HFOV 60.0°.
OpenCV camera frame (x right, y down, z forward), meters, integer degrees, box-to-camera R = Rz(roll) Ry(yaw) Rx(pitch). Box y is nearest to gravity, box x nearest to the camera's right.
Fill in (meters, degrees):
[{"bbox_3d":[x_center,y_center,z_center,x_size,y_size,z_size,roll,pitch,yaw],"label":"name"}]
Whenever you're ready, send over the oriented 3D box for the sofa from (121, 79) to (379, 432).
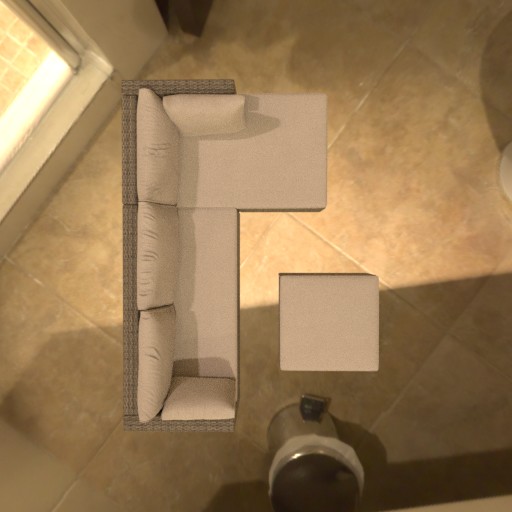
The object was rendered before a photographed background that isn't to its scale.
[{"bbox_3d":[0.000,0.000,2.986,1.662,0.766,2.192,0,91,1],"label":"sofa"}]
